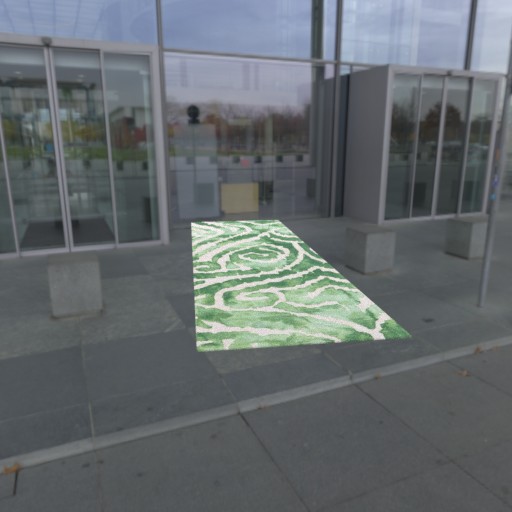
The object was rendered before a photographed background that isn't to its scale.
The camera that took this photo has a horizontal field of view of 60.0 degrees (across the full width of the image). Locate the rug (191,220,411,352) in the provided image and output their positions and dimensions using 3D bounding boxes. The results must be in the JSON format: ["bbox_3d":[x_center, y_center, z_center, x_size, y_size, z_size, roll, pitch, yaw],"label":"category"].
[{"bbox_3d":[0.000,0.000,2.693,0.761,0.006,2.438,-2,15,-8],"label":"rug"}]
